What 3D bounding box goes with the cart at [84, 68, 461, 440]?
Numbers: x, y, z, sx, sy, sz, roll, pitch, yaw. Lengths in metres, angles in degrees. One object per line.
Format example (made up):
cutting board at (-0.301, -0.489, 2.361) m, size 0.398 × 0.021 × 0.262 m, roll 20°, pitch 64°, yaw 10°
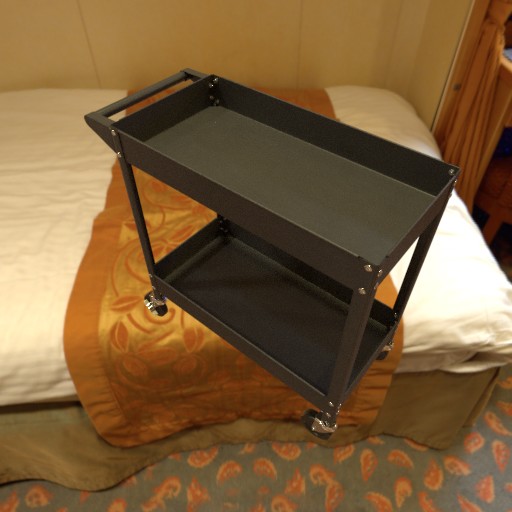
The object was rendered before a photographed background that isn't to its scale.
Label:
cart at (0.000, 0.000, 1.198) m, size 0.779 × 0.719 × 0.366 m, roll 31°, pitch 54°, yaw 26°
